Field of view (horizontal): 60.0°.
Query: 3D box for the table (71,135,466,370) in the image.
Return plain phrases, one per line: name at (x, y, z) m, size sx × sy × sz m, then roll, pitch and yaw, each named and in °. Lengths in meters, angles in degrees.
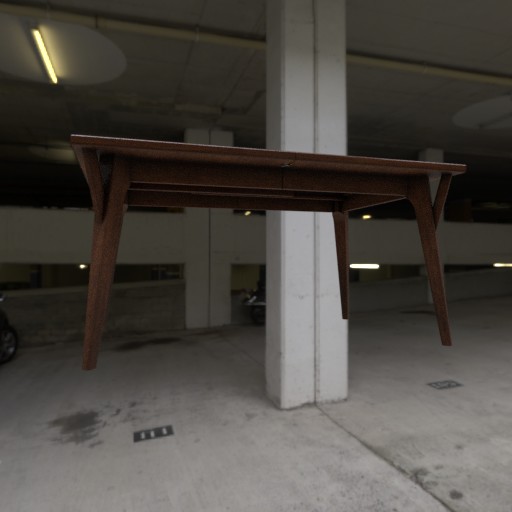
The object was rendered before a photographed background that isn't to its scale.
table at (0.000, 0.000, 2.089) m, size 1.524 × 0.761 × 0.990 m, roll 0°, pitch -1°, yaw -17°
